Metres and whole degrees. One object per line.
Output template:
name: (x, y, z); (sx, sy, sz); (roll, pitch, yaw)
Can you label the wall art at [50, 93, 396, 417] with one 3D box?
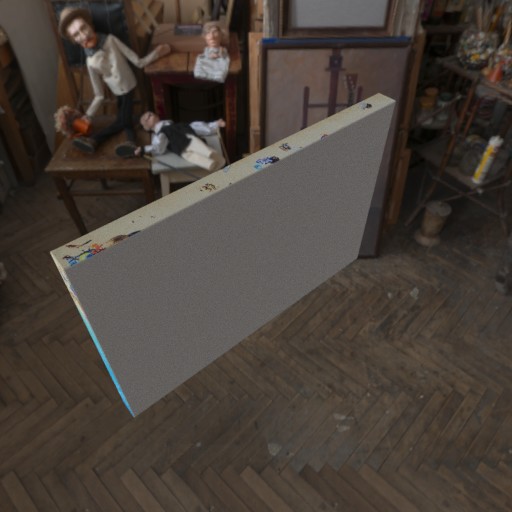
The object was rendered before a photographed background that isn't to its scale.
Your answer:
wall art: (0.000, 0.000, 0.798); (0.609, 0.406, 0.039); (-32, 54, -26)
